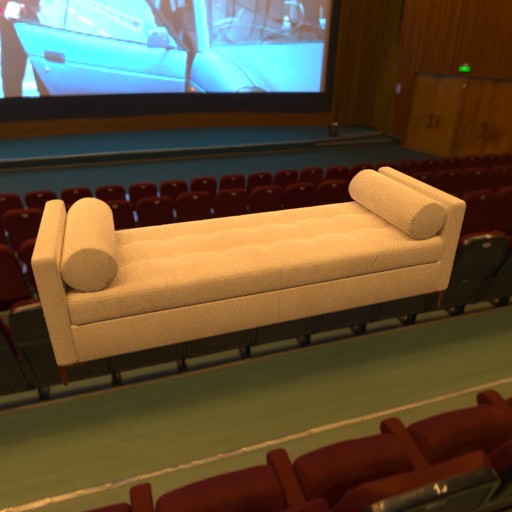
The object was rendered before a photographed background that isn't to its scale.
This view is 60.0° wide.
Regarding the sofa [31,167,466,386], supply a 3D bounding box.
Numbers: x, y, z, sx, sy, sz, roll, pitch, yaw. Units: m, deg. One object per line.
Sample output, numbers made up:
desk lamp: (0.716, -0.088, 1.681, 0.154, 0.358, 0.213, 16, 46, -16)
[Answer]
sofa: (0.000, 0.000, 2.330, 1.981, 0.635, 0.686, -9, 28, -16)
